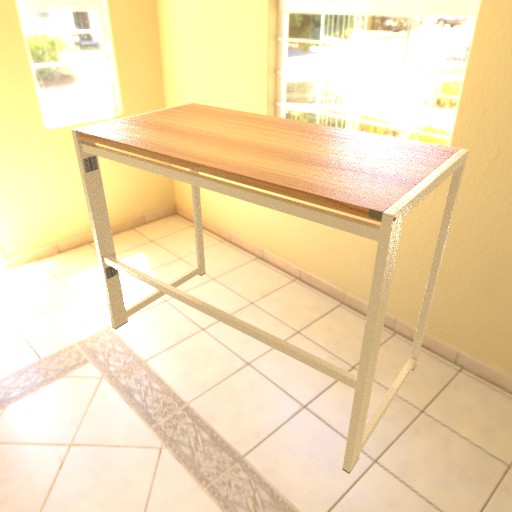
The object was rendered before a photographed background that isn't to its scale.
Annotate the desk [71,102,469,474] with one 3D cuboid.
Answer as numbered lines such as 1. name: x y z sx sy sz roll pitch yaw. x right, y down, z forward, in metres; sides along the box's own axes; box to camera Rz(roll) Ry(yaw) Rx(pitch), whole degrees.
1. desk: 0.000 0.000 1.435 1.016 0.762 0.508 21 36 31
